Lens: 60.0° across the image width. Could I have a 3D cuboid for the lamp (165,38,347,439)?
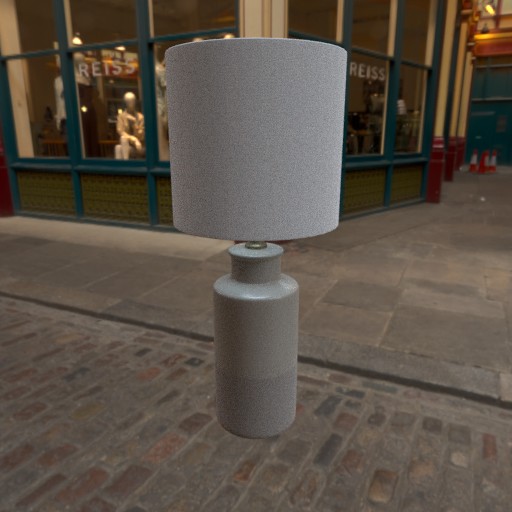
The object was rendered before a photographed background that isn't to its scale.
[{"bbox_3d":[0.000,0.000,0.592,0.212,0.493,0.212,7,17,24],"label":"lamp"}]
